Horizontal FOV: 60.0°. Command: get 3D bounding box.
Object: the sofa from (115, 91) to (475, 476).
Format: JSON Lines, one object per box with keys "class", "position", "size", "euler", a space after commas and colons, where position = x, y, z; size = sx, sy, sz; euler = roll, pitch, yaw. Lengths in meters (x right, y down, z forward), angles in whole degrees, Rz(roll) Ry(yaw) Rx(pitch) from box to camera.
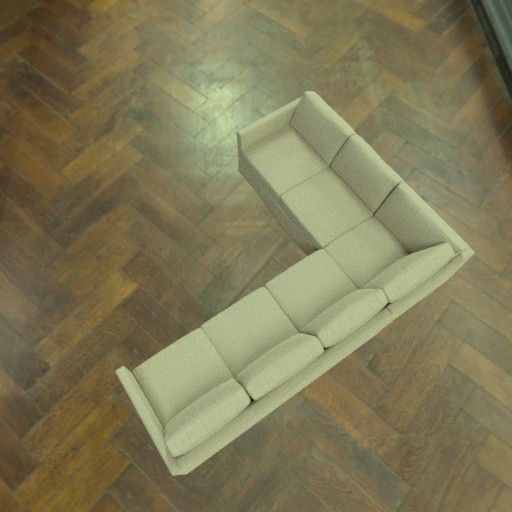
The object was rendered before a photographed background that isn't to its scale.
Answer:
{"class": "sofa", "position": [0.000, 0.000, 4.261], "size": [3.182, 0.871, 2.432], "euler": [-32, 68, -14]}
